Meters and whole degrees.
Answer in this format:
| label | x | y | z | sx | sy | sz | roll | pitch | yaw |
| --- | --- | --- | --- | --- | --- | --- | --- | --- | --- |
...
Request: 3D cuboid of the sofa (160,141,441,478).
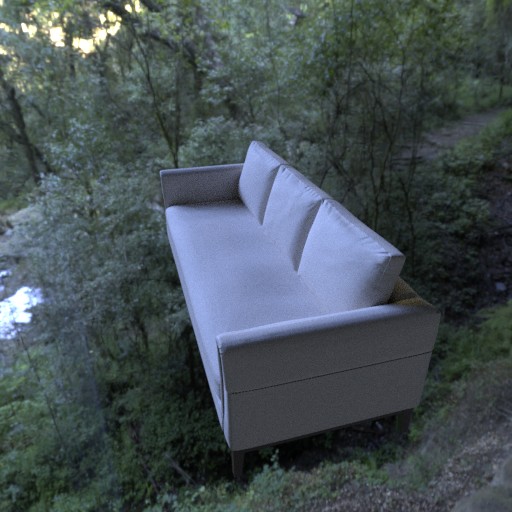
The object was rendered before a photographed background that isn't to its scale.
| label | x | y | z | sx | sy | sz | roll | pitch | yaw |
| --- | --- | --- | --- | --- | --- | --- | --- | --- | --- |
| sofa | 0.000 | 0.000 | 2.655 | 0.902 | 0.911 | 2.198 | -8 | 29 | -14 |
